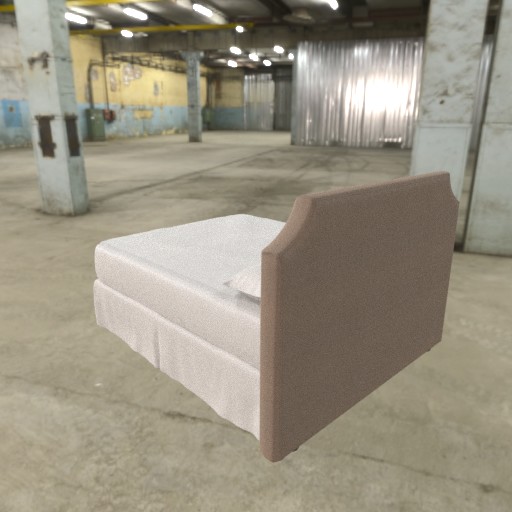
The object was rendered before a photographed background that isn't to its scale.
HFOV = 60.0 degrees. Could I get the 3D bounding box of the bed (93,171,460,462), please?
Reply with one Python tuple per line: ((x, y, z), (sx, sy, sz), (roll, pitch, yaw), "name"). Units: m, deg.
((0.000, 0.000, 3.280), (1.828, 1.303, 2.164), (-16, 23, -41), "bed")
